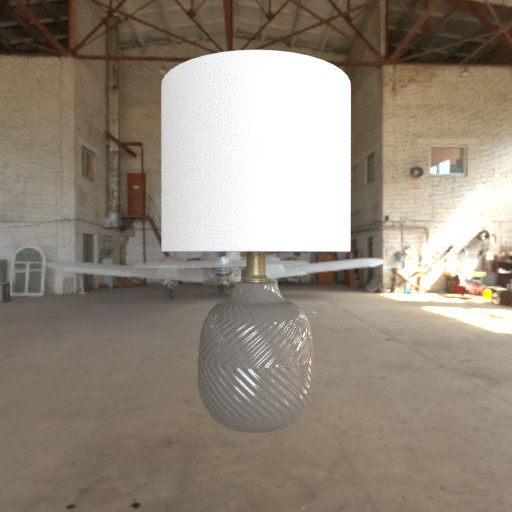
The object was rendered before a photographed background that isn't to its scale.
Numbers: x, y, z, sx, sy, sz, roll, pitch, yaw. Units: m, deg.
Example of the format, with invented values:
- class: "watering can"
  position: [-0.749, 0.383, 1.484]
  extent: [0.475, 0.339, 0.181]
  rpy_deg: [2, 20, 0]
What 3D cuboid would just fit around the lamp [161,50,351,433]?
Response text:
- class: "lamp"
  position: [0.000, 0.000, 0.496]
  extent: [0.207, 0.366, 0.207]
  rpy_deg: [0, 0, 18]
